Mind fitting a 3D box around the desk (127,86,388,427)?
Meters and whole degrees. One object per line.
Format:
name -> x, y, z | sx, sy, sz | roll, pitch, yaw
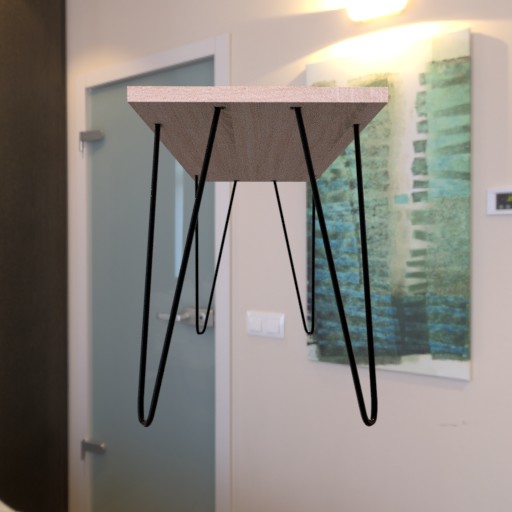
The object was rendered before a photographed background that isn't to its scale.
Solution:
desk -> 0.000, 0.000, 1.346 | 0.499, 0.660, 0.991 | 0, 1, 0
